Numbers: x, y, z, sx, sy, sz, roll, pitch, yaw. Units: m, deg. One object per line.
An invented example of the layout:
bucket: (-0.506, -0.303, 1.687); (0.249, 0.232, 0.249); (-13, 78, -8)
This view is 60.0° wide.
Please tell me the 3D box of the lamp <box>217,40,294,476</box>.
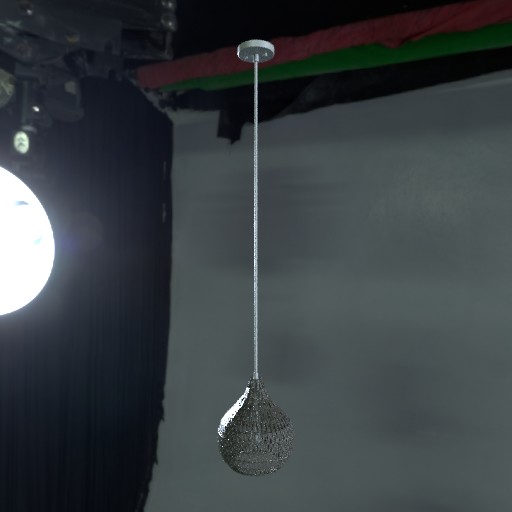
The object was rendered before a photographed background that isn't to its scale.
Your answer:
lamp: (0.000, 0.000, 2.051); (0.355, 1.919, 0.355); (0, 0, 19)
